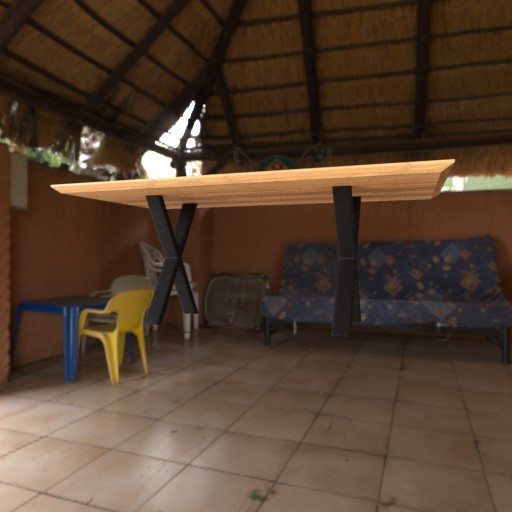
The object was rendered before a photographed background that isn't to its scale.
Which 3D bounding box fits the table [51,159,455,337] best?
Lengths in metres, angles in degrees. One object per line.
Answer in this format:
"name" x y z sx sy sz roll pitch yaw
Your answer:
"table" 0.000 0.000 2.540 2.000 0.770 1.000 0 0 19
